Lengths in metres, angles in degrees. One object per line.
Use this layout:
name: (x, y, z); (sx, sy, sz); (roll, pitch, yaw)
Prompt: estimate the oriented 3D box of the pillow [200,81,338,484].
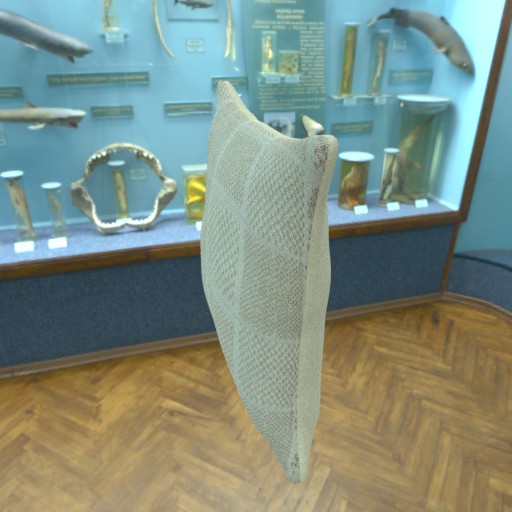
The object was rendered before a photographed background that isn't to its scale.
pillow: (0.000, 0.000, 0.641); (0.138, 0.432, 0.436); (-7, 28, -13)
